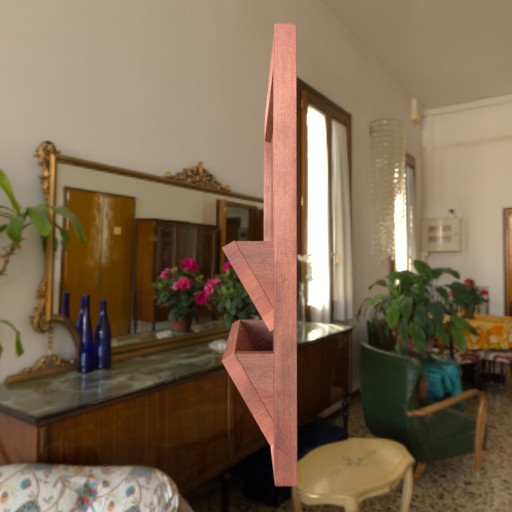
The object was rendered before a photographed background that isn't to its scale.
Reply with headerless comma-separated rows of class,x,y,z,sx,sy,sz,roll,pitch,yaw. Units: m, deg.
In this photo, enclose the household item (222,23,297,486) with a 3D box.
household item,0.000,0.000,0.543,0.067,0.407,0.310,0,-1,-1
